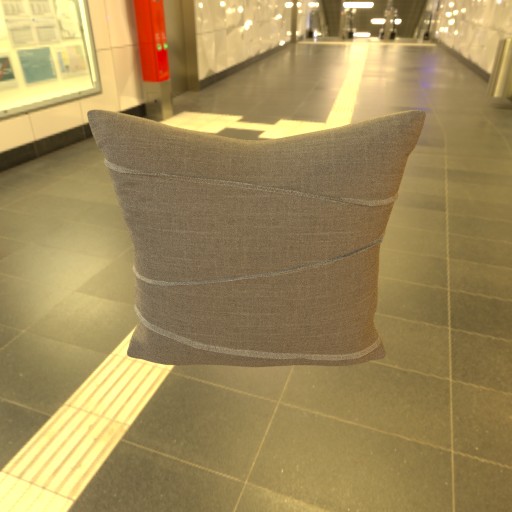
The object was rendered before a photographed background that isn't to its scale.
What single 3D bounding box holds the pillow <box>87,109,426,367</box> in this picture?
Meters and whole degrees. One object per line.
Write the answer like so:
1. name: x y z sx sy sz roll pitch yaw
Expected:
1. pillow: 0.000 0.000 0.628 0.424 0.400 0.169 0 30 0
